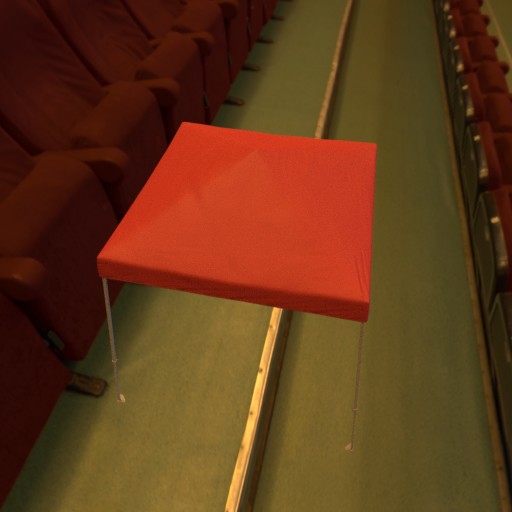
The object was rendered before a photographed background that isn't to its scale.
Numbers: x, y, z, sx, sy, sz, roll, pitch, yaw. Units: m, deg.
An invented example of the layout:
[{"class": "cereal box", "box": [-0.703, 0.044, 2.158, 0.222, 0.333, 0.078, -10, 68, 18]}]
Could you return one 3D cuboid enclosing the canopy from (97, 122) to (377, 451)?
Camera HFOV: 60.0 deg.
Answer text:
[{"class": "canopy", "box": [0.000, 0.000, 6.486, 3.599, 3.600, 3.600, 9, 47, 8]}]
